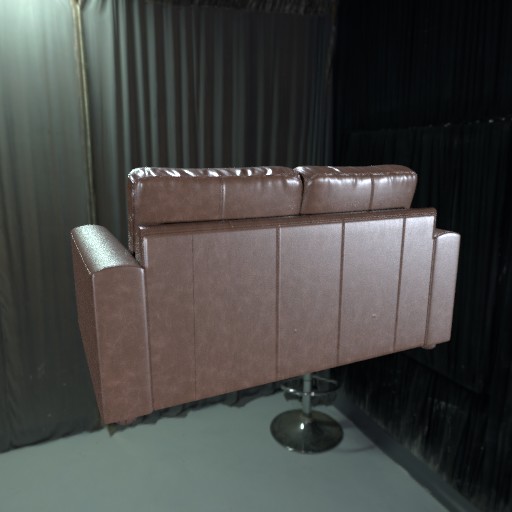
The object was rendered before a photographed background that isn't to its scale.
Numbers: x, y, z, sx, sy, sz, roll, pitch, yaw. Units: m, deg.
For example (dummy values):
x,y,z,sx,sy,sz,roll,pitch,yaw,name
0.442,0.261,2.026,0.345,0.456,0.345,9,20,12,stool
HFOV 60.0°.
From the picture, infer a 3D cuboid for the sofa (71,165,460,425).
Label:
x,y,z,sx,sy,sz,roll,pitch,yaw,name
0.000,0.000,2.166,1.616,0.873,1.016,-6,14,-25,sofa
